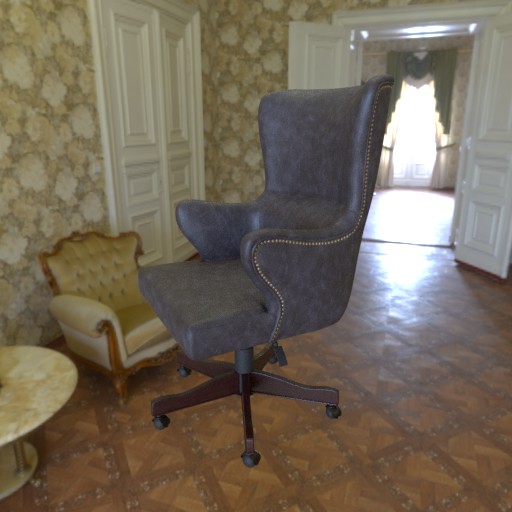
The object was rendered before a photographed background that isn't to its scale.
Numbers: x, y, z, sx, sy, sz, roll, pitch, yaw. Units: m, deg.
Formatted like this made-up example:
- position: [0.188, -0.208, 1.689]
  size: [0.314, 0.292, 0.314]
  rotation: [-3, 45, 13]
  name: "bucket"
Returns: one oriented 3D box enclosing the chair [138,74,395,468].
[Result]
- position: [0.000, 0.000, 1.388]
  size: [0.717, 1.037, 0.594]
  rotation: [-8, 18, -26]
  name: "chair"
